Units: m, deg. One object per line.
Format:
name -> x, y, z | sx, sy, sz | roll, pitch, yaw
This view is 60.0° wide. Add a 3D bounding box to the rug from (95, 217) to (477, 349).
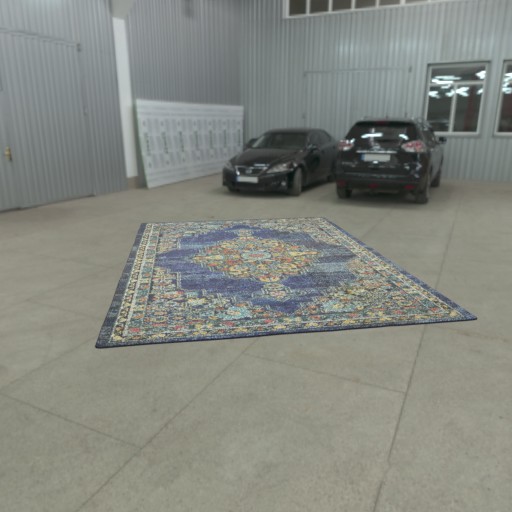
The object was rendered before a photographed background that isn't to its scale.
rug -> 0.000, 0.000, 2.873 | 1.630, 0.009, 2.232 | -3, 17, -9
